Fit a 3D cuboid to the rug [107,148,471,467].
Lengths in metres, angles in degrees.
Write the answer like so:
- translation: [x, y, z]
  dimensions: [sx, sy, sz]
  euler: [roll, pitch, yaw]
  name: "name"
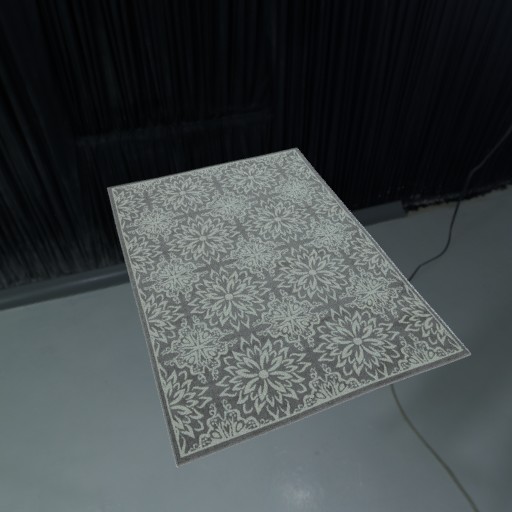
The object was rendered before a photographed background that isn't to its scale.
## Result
- translation: [0.000, 0.000, 2.888]
  dimensions: [1.608, 0.014, 2.213]
  euler: [-15, 47, -15]
  name: "rug"
